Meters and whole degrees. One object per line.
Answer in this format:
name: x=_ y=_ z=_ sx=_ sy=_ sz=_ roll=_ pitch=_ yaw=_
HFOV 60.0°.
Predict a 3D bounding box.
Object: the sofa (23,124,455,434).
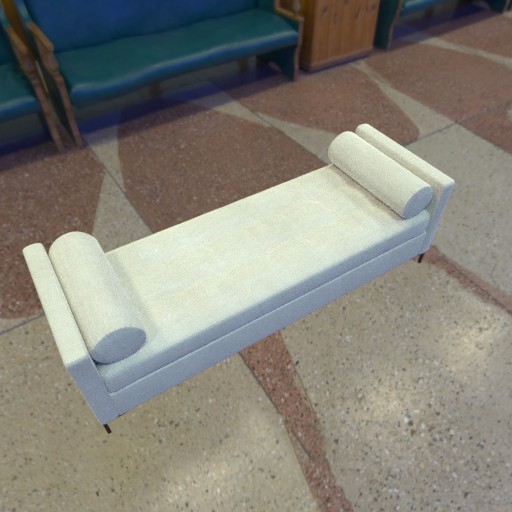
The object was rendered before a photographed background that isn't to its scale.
sofa: x=0.000 y=0.000 z=2.300 sx=1.981 sy=0.635 sz=0.686 roll=-24 pitch=51 yaw=-21
